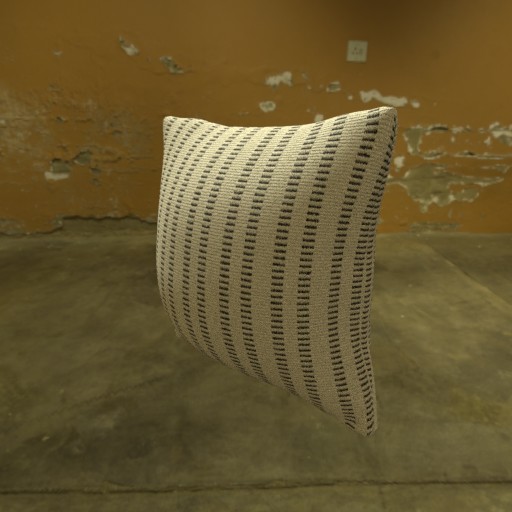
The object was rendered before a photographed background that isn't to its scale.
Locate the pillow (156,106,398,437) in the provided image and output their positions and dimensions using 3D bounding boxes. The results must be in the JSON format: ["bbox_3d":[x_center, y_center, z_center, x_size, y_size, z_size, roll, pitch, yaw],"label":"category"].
[{"bbox_3d":[0.000,0.000,0.678,0.438,0.419,0.247,15,21,42],"label":"pillow"}]
